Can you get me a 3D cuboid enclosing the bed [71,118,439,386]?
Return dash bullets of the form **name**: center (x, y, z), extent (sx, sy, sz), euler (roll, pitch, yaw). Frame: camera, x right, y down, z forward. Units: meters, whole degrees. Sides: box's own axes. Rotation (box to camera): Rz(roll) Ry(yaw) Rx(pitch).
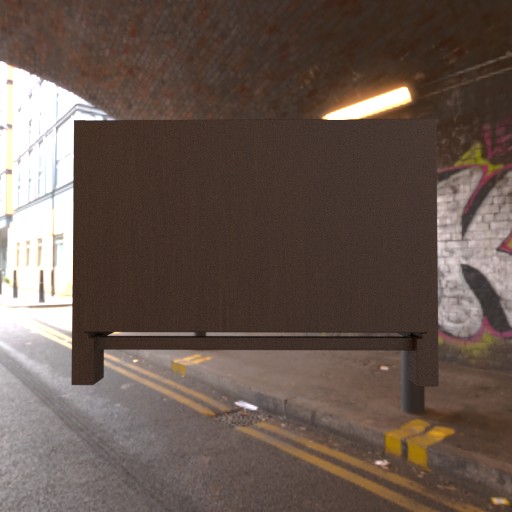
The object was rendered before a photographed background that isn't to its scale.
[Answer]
- **bed**: center (0.000, 0.000, 3.088), extent (1.735, 1.261, 1.992), euler (0, -1, 1)
